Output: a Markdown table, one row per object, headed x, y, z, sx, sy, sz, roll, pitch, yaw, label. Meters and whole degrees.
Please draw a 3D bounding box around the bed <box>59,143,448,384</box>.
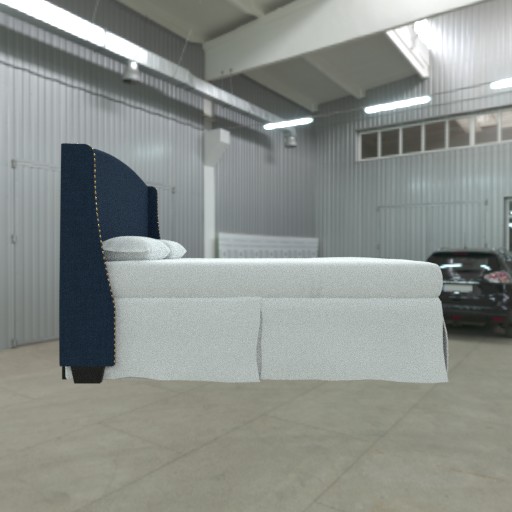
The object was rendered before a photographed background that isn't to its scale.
| x | y | z | sx | sy | sz | roll | pitch | yaw | label |
| --- | --- | --- | --- | --- | --- | --- | --- | --- | --- |
| 0.000 | 0.000 | 3.229 | 2.223 | 1.402 | 1.604 | 0 | 0 | 0 | bed |
